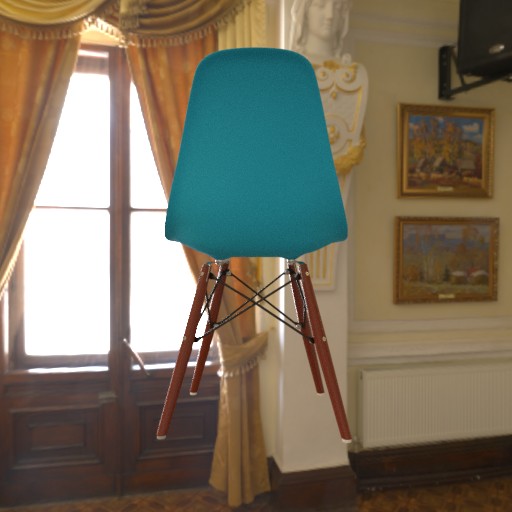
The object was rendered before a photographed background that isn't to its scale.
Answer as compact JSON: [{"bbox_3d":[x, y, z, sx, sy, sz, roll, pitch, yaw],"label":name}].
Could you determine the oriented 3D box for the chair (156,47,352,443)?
[{"bbox_3d":[0.000,0.000,1.140,0.470,0.826,0.533,0,0,1],"label":"chair"}]
